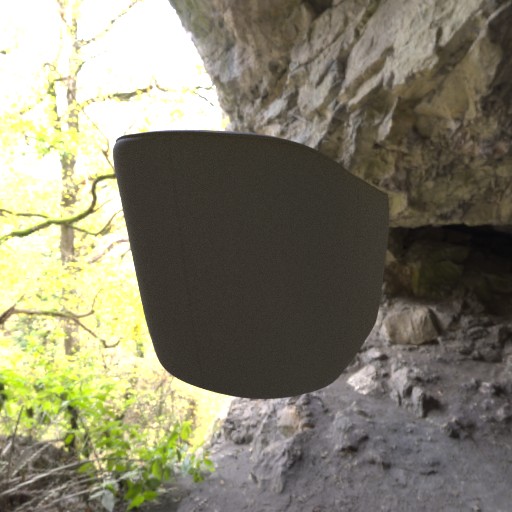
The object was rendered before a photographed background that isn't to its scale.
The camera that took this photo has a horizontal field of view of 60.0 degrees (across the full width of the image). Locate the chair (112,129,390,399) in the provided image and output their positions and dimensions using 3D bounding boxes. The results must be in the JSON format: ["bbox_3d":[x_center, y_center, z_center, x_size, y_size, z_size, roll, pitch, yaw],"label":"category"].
[{"bbox_3d":[0.000,0.000,1.489,0.747,0.799,0.875,7,16,26],"label":"chair"}]
